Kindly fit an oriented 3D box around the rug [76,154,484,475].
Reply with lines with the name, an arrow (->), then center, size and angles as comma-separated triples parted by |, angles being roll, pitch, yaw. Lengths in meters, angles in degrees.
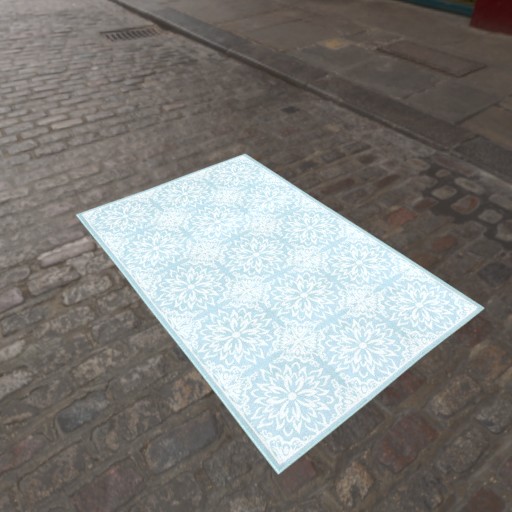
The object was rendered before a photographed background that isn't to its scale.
rug -> 0.000, 0.000, 2.290 | 1.219, 0.012, 1.840 | -27, 47, -27
